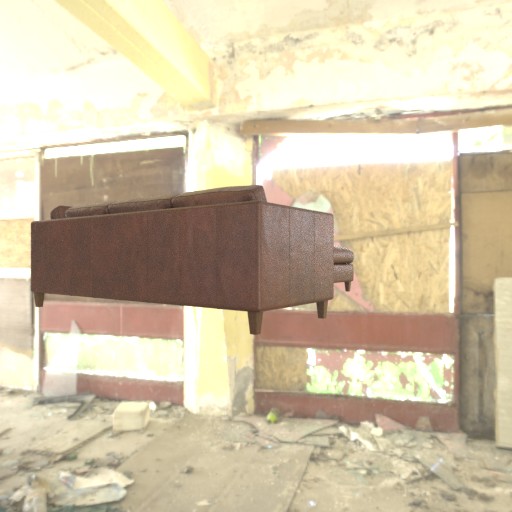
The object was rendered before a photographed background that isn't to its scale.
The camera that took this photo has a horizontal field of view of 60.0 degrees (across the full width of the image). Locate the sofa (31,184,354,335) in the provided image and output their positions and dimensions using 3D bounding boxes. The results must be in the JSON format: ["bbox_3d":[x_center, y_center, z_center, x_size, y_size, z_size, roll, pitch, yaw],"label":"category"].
[{"bbox_3d":[0.000,0.000,4.475,2.452,0.891,3.324,0,0,36],"label":"sofa"}]
